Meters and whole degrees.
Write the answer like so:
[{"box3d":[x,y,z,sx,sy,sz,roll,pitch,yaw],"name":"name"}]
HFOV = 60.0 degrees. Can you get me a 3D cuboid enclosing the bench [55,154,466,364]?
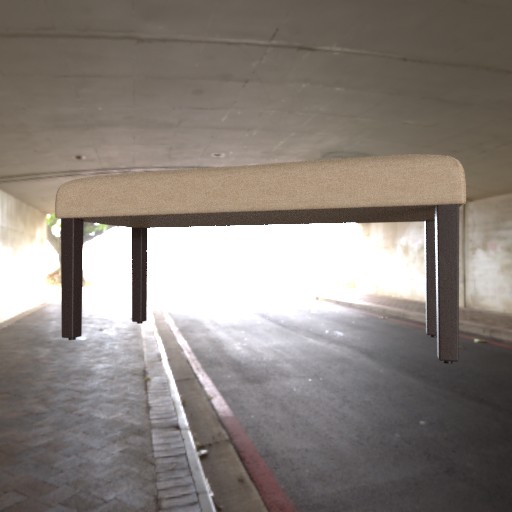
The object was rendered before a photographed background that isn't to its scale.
[{"box3d":[0.000,0.000,1.233,1.013,0.456,0.407,0,-1,17],"name":"bench"}]
